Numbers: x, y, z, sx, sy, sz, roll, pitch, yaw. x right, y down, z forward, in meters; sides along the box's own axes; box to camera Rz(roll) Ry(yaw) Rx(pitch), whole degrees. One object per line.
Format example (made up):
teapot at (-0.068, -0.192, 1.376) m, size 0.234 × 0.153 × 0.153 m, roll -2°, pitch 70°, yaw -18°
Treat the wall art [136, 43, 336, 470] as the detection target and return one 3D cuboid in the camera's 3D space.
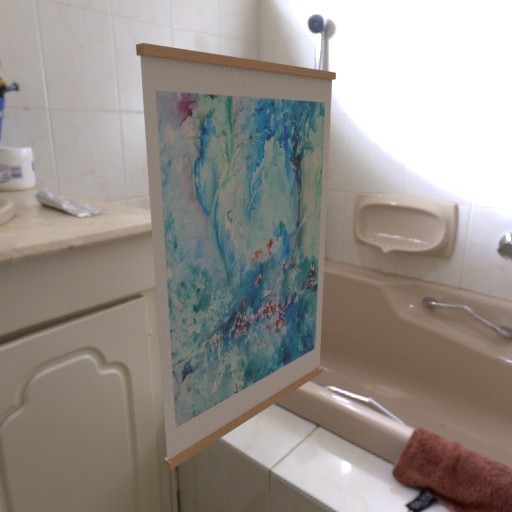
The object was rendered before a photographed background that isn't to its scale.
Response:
wall art at (0.000, 0.000, 0.629) m, size 0.013 × 0.510 × 0.335 m, roll 15°, pitch 22°, yaw 42°
